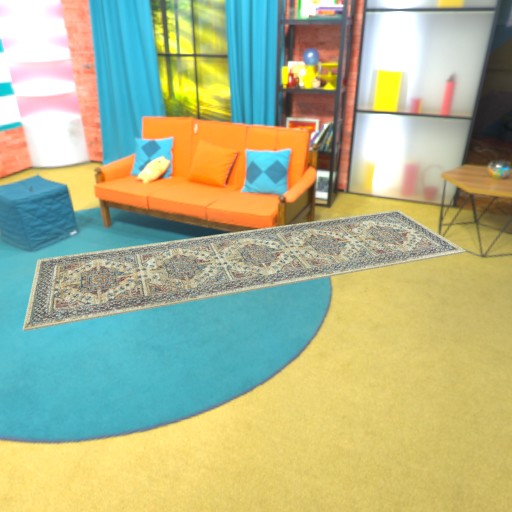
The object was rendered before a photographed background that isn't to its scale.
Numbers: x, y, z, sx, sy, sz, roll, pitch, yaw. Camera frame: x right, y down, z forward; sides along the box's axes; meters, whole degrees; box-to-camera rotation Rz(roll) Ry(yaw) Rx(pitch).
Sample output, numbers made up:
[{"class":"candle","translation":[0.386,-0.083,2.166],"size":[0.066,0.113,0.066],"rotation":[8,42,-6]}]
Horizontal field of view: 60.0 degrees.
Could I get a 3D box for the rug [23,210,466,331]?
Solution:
[{"class":"rug","translation":[0.000,0.000,2.471],"size":[2.297,0.013,0.661],"rotation":[-9,29,-16]}]
